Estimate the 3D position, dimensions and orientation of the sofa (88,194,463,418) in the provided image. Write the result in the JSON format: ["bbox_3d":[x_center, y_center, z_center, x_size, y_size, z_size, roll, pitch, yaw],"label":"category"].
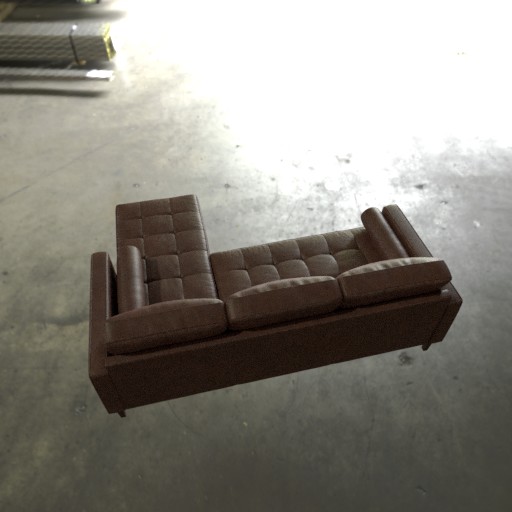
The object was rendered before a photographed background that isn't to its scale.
[{"bbox_3d":[0.000,0.000,3.100,2.185,0.841,1.613,-10,48,-9],"label":"sofa"}]
